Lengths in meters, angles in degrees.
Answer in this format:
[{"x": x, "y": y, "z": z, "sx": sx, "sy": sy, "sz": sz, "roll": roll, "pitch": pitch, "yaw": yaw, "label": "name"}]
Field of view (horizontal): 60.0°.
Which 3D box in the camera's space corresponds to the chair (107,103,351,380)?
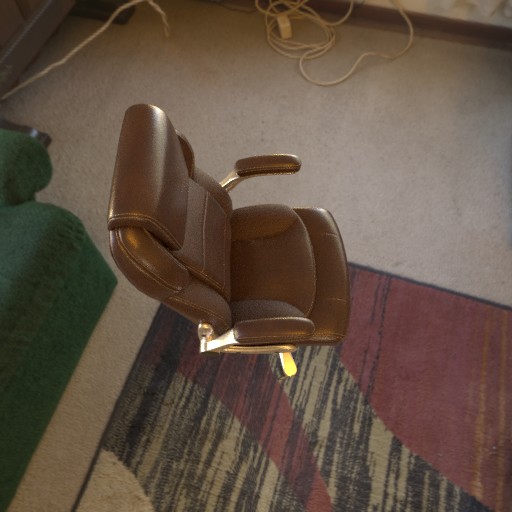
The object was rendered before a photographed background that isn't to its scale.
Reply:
[{"x": 0.000, "y": 0.000, "z": 1.659, "sx": 0.774, "sy": 1.160, "sz": 0.733, "roll": -1, "pitch": 62, "yaw": 0, "label": "chair"}]
